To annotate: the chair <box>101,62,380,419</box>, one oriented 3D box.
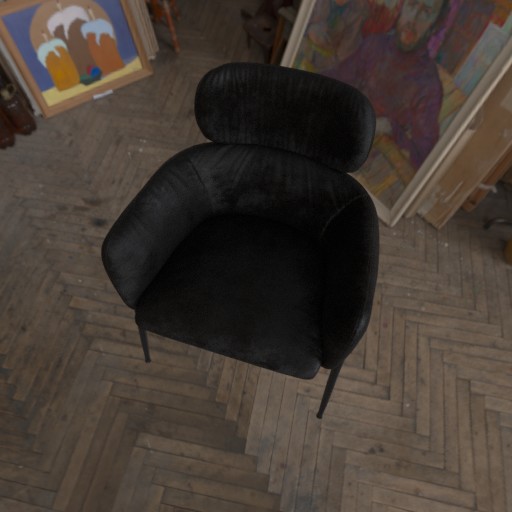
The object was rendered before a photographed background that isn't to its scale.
[{"bbox_3d":[0.000,0.000,1.260,0.640,0.818,0.604,15,60,9],"label":"chair"}]
